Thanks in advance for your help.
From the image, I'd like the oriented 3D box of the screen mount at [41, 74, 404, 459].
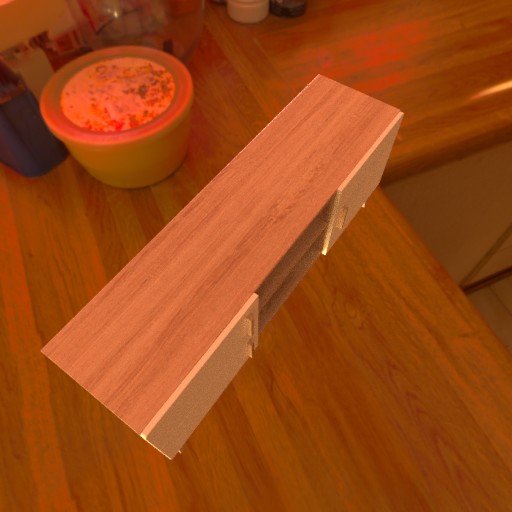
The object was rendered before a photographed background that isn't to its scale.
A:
[{"bbox_3d":[0.000,0.000,1.746,0.420,0.570,1.500,32,64,18],"label":"screen mount"}]
